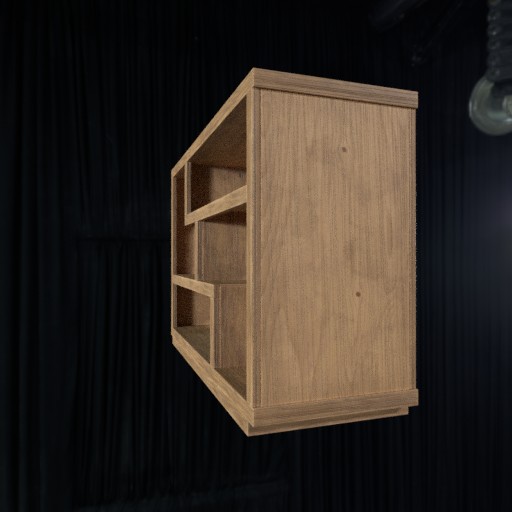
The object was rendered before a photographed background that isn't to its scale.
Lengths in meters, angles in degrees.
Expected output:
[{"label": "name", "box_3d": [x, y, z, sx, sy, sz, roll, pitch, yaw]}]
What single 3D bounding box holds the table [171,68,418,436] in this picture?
[{"label": "table", "box_3d": [0.000, 0.000, 1.520, 0.410, 0.771, 1.151, 0, 0, -19]}]
